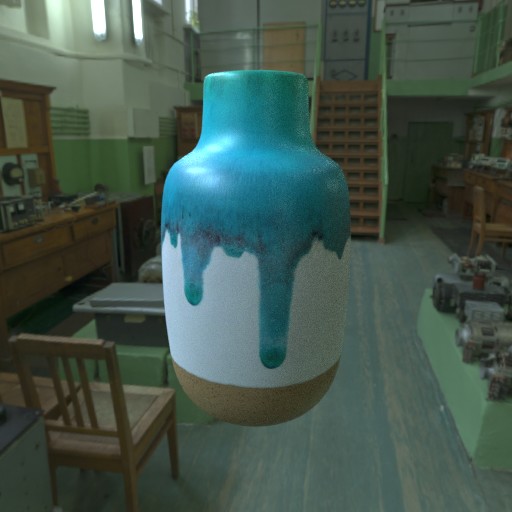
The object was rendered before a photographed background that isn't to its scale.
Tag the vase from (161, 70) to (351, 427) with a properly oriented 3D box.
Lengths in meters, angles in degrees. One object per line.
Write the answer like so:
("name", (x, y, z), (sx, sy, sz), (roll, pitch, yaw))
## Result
("vase", (0.000, 0.000, 0.254), (0.106, 0.192, 0.106), (0, 16, 0))
